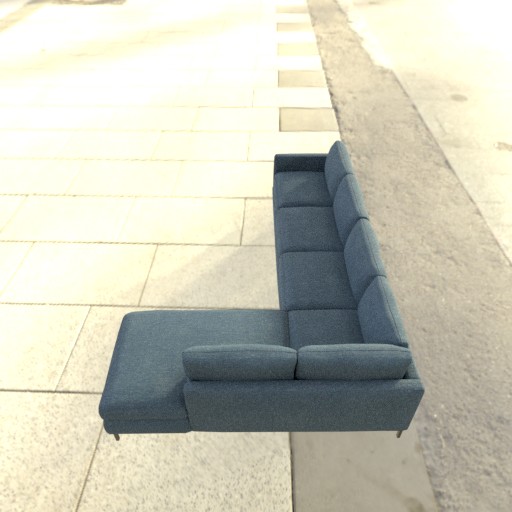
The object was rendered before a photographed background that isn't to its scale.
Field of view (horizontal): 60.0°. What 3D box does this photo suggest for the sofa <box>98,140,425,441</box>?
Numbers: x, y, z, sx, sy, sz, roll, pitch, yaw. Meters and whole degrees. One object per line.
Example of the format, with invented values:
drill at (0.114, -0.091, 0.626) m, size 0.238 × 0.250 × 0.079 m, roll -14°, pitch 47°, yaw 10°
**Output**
sofa at (0.000, 0.000, 3.834) m, size 2.007 × 0.815 × 2.949 m, roll 0°, pitch 41°, yaw 0°
